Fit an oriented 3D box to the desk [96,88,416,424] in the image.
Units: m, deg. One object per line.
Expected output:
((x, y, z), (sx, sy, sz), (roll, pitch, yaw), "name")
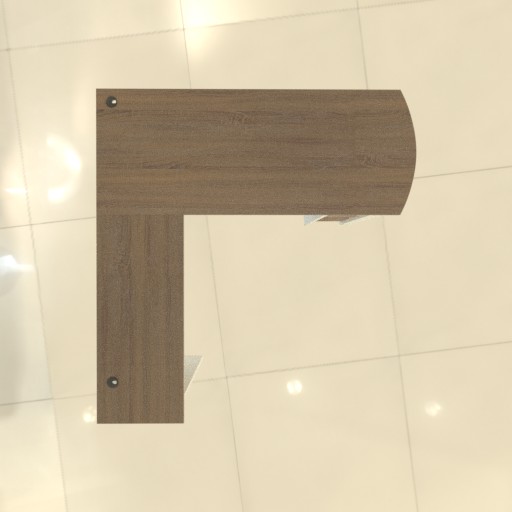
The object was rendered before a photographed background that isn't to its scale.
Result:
((0.000, 0.000, 2.159), (1.303, 0.716, 1.361), (0, 90, -1), "desk")
